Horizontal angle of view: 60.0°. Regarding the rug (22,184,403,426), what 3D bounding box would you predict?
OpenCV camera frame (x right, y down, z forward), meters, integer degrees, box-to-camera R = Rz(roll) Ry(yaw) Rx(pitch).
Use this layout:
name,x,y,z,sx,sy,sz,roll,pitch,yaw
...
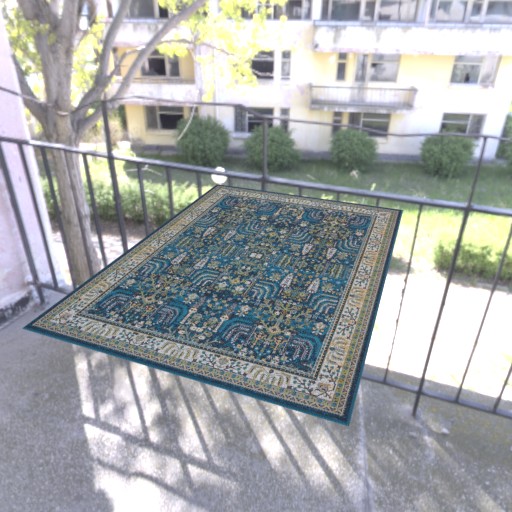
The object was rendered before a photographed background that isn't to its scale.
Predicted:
name,x,y,z,sx,sy,sz,roll,pitch,yaw
rug,0.000,0.000,3.898,2.226,0.015,3.044,11,31,18
